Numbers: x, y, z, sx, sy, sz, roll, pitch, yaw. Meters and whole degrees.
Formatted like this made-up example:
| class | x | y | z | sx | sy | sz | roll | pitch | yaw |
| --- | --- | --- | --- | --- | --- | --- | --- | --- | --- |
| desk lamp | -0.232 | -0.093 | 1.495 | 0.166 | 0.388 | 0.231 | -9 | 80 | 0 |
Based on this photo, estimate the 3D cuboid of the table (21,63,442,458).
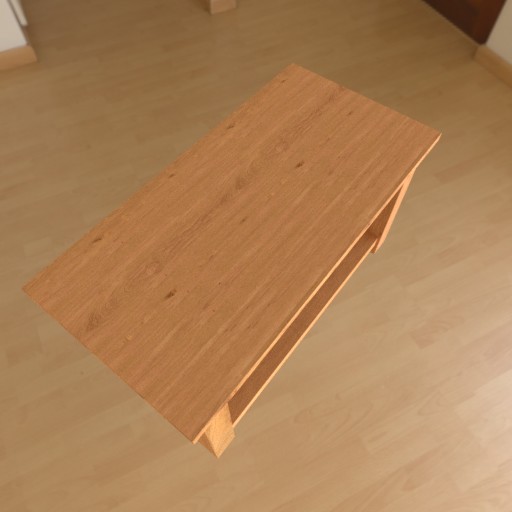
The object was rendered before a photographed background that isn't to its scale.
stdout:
| class | x | y | z | sx | sy | sz | roll | pitch | yaw |
| --- | --- | --- | --- | --- | --- | --- | --- | --- | --- |
| table | 0.000 | 0.000 | 1.161 | 0.450 | 0.452 | 0.899 | 34 | 64 | 19 |
